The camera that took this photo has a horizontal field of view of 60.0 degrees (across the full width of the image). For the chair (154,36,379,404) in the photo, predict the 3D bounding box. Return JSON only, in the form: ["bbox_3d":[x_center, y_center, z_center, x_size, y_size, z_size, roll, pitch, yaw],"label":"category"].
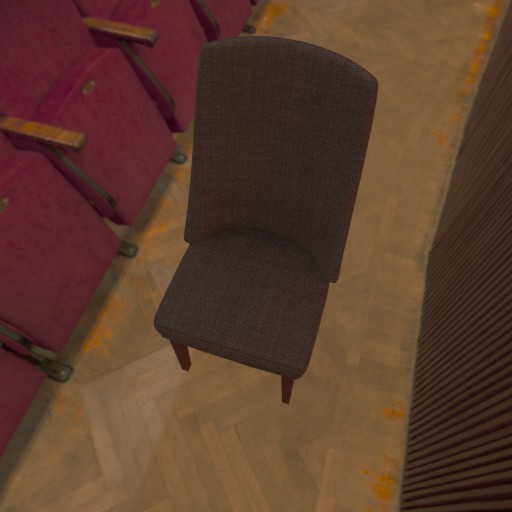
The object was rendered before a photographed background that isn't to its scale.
[{"bbox_3d":[0.000,0.000,1.337,0.510,1.050,0.577,15,60,9],"label":"chair"}]
